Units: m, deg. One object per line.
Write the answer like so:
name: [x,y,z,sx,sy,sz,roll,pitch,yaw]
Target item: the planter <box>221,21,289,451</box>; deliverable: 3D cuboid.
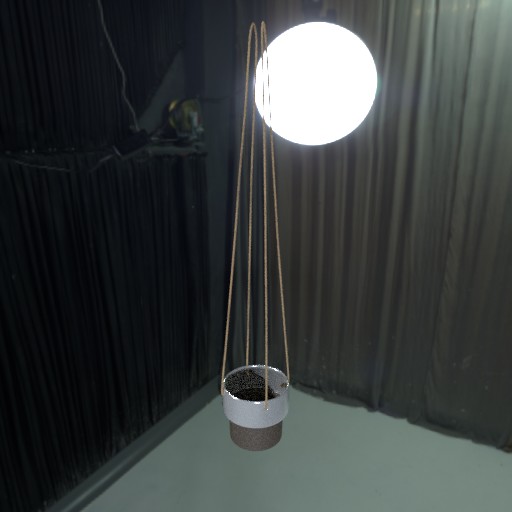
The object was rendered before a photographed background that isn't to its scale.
planter: [0.000,0.000,1.129,0.187,1.073,0.187,9,19,27]
